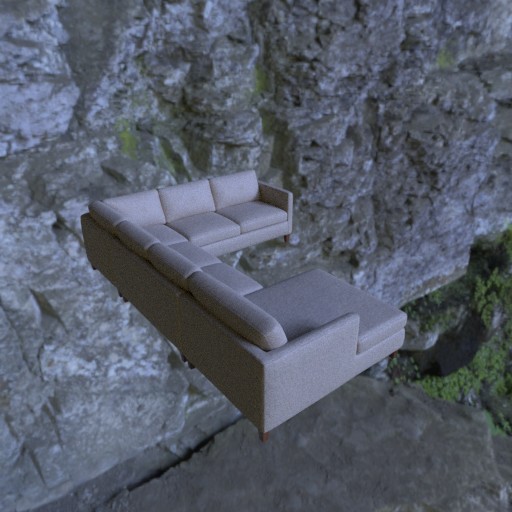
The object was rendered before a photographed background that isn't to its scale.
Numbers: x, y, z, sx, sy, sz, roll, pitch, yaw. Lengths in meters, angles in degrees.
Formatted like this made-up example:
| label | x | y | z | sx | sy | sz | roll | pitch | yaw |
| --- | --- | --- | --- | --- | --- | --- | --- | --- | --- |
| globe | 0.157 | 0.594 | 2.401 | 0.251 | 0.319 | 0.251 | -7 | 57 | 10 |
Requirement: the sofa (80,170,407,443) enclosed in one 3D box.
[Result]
| label | x | y | z | sx | sy | sz | roll | pitch | yaw |
| --- | --- | --- | --- | --- | --- | --- | --- | --- | --- |
| sofa | 0.000 | 0.000 | 4.692 | 2.551 | 0.889 | 3.403 | -19 | 31 | -34 |
